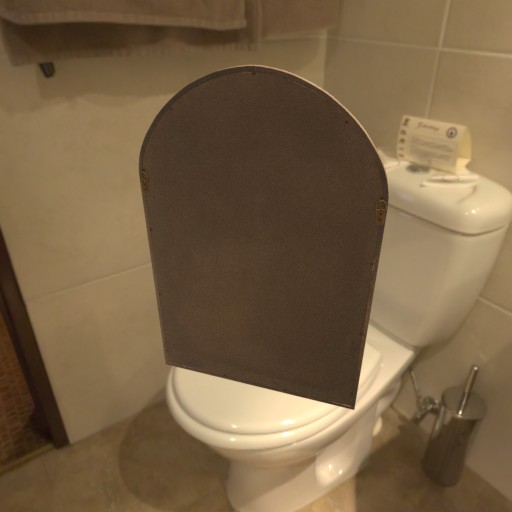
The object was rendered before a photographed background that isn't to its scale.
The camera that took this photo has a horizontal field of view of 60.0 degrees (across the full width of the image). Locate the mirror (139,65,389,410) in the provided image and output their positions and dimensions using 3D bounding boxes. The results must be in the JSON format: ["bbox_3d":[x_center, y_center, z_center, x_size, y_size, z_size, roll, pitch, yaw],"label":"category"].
[{"bbox_3d":[0.000,0.000,1.147,0.609,0.915,0.032,9,32,15],"label":"mirror"}]
